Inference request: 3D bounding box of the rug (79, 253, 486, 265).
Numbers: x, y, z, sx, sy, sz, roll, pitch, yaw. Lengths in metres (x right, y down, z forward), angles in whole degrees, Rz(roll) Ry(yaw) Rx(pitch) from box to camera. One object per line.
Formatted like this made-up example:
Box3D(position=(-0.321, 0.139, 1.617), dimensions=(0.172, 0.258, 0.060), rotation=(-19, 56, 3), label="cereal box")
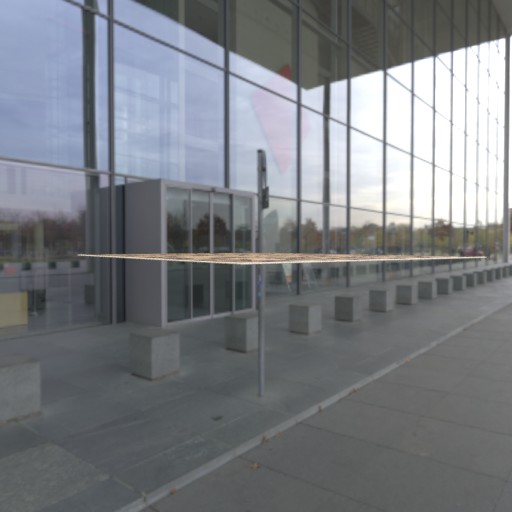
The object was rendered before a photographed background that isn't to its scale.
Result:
Box3D(position=(0.000, 0.000, 4.027), dimensions=(2.380, 0.008, 2.977), rotation=(-1, 1, -36), label="rug")
